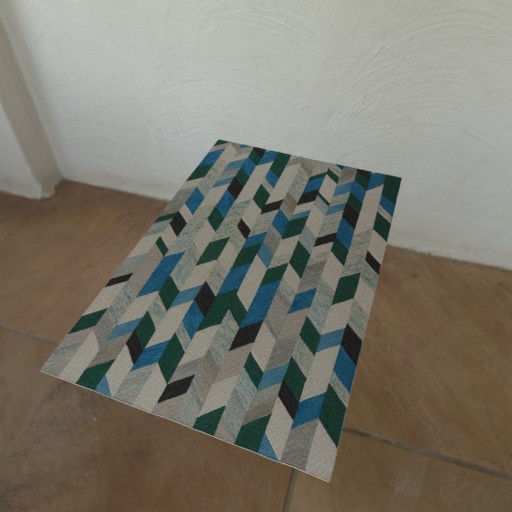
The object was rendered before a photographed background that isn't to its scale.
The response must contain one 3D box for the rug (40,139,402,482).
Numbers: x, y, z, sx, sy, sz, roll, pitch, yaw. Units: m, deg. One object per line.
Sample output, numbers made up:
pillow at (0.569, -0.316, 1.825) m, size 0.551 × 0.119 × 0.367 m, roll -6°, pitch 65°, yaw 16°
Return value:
rug at (0.000, 0.000, 2.264) m, size 1.229 × 0.005 × 1.827 m, roll 15°, pitch 49°, yaw 14°
